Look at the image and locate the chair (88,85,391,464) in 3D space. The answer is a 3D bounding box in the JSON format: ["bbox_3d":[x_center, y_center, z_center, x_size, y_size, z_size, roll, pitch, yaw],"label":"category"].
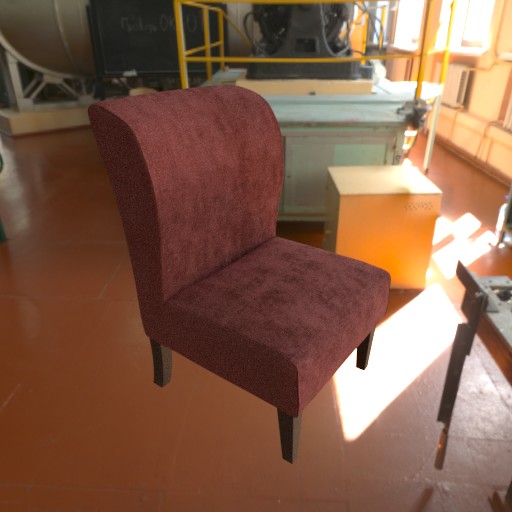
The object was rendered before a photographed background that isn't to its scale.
[{"bbox_3d":[0.000,0.000,1.257,0.640,0.846,0.538,19,33,33],"label":"chair"}]
